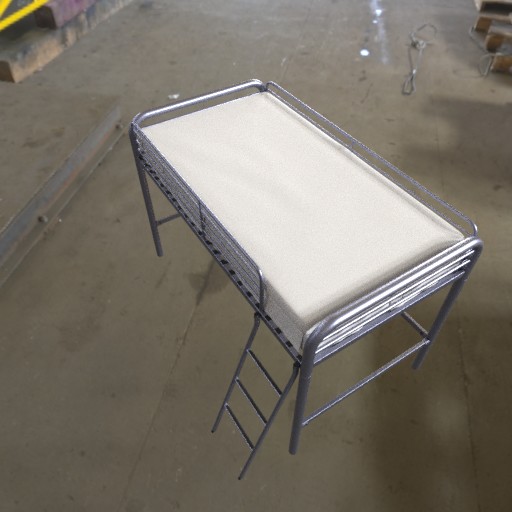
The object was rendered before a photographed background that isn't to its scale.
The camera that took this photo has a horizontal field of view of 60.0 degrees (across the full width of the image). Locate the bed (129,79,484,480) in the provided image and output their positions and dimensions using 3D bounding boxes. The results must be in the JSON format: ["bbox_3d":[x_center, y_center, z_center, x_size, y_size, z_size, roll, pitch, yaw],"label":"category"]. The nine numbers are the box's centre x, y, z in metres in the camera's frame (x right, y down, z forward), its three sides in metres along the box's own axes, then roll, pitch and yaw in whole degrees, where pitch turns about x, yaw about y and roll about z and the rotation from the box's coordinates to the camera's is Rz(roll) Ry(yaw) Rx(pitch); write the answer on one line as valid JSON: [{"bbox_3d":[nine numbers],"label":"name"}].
[{"bbox_3d":[0.000,0.000,2.863,1.415,1.288,1.965,-25,52,-22],"label":"bed"}]
